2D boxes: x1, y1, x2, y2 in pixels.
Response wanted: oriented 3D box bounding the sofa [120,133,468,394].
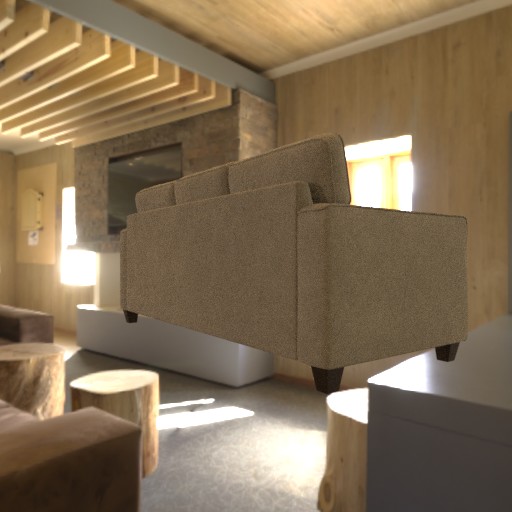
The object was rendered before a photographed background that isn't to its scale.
[{"bbox_3d":[0.000,0.000,2.628,0.939,0.965,2.133,0,0,-36],"label":"sofa"}]
